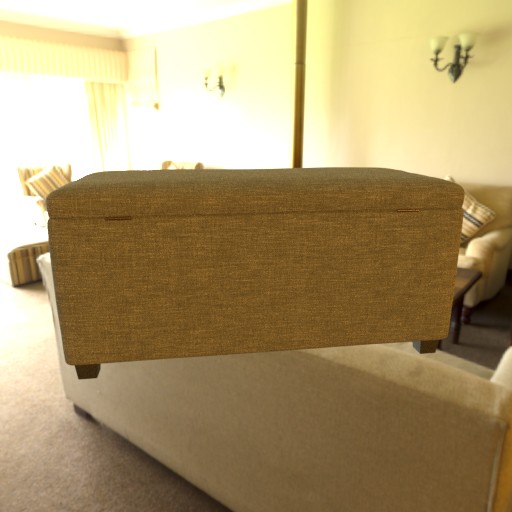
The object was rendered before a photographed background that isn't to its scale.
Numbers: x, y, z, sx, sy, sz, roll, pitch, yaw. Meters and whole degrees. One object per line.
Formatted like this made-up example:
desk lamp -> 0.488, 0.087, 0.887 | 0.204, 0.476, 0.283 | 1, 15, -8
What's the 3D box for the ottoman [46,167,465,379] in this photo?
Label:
ottoman -> 0.000, 0.000, 1.143 | 0.902, 0.432, 0.419 | -2, 16, -8
